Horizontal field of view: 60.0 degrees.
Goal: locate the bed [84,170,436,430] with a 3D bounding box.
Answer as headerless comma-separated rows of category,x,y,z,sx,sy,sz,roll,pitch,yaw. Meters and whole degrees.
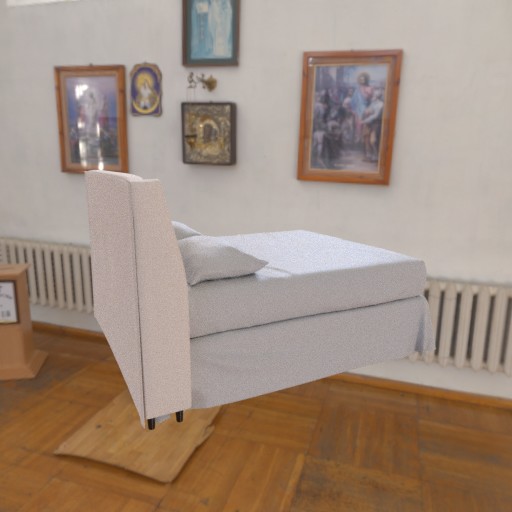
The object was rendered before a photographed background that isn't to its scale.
bed,0.000,0.000,3.489,2.276,1.332,1.925,-6,14,-26
